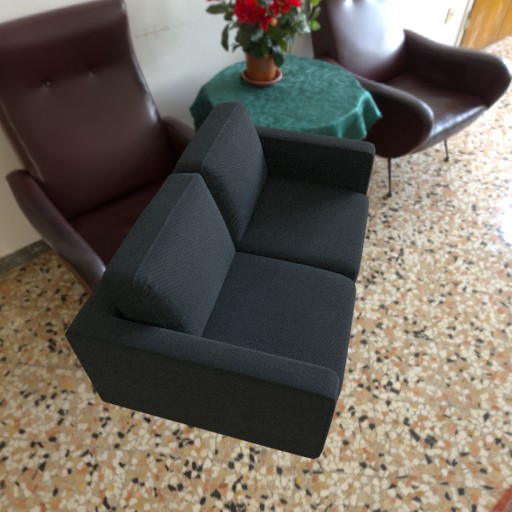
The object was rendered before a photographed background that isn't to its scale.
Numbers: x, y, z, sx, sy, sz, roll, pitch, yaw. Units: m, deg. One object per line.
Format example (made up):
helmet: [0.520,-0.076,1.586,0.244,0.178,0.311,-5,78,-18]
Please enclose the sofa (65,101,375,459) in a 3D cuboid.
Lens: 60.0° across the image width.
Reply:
sofa: [0.000,0.000,2.147,0.999,0.930,1.518,11,48,10]
